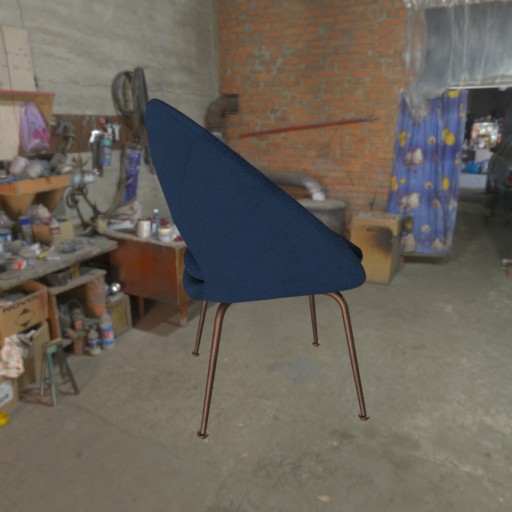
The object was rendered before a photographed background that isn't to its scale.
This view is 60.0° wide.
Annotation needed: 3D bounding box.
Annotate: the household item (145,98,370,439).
[{"bbox_3d":[0.000,0.000,1.283,0.573,0.852,0.623,-3,16,-9],"label":"household item"}]
